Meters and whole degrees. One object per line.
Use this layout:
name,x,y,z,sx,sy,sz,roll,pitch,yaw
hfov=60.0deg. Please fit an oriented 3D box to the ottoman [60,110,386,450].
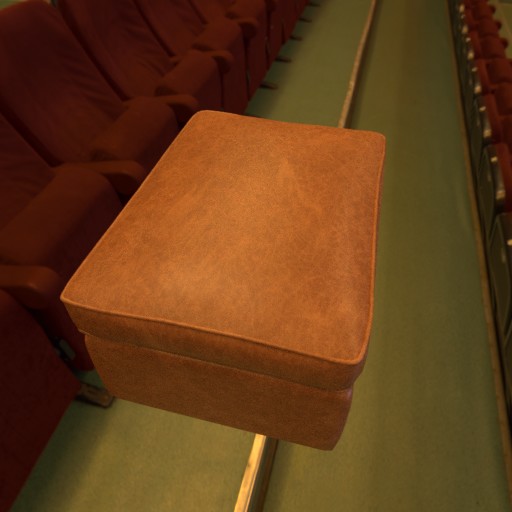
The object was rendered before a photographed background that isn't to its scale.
ottoman,0.000,0.000,1.116,0.554,0.468,0.756,10,45,10
